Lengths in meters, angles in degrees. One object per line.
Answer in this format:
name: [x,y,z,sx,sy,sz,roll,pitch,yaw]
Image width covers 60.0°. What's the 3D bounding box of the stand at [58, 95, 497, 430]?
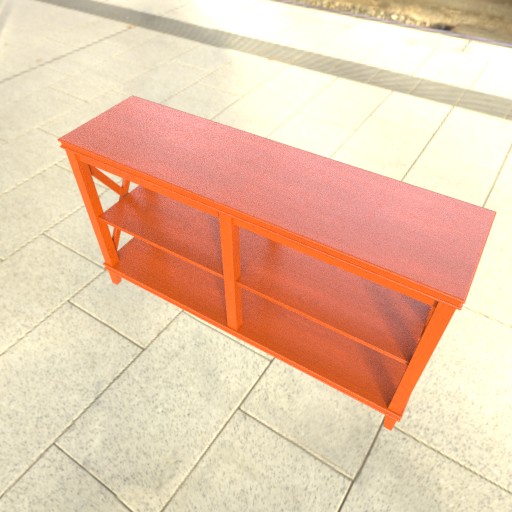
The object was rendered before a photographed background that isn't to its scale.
stand: [0.000,0.000,1.667,1.372,0.762,0.381,23,50,21]
